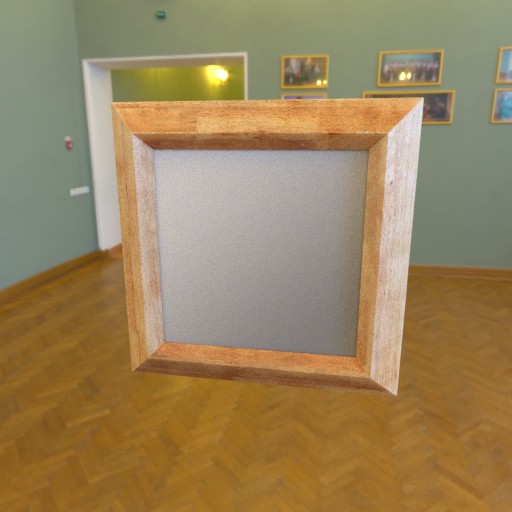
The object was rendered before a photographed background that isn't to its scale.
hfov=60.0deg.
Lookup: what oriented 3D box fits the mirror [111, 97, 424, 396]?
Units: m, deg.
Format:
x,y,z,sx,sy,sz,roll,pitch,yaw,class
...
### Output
x,y,z,sx,sy,sz,roll,pitch,yaw,class
0.000,0.000,0.972,0.651,0.651,0.047,3,15,10,mirror
